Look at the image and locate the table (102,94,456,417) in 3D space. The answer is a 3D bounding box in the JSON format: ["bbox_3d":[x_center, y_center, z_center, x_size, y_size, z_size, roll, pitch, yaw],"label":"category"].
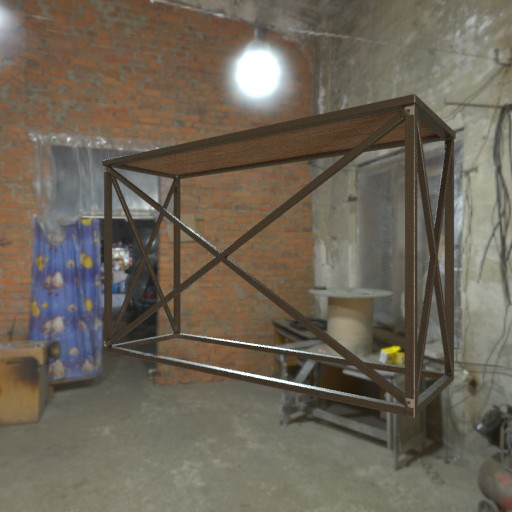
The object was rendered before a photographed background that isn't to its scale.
[{"bbox_3d":[0.000,0.000,1.550,1.216,0.753,0.402,0,0,37],"label":"table"}]
